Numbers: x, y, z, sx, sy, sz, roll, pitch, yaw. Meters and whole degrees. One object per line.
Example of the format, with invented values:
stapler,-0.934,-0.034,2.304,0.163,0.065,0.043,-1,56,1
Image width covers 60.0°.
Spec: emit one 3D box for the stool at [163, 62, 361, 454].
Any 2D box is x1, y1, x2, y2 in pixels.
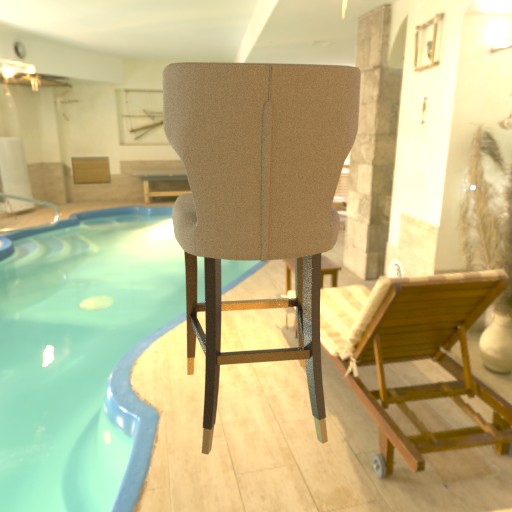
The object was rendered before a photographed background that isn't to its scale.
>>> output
stool,0.000,0.000,1.419,0.526,1.092,0.563,-2,16,-7
